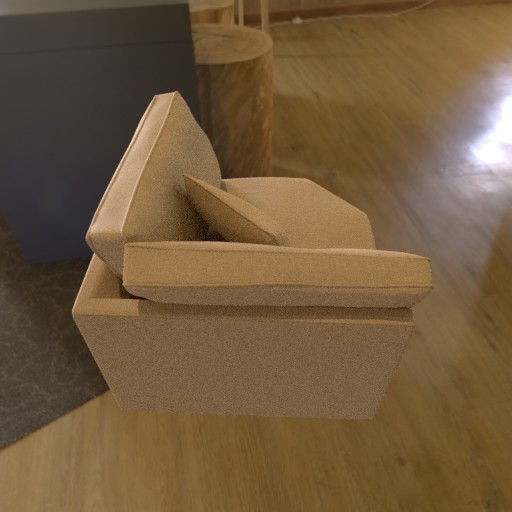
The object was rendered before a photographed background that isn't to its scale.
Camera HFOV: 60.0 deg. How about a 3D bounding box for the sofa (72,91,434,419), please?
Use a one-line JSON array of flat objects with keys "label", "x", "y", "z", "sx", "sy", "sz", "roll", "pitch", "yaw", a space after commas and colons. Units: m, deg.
[{"label": "sofa", "x": 0.000, "y": 0.000, "z": 1.843, "sx": 1.050, "sy": 0.937, "sz": 1.042, "roll": 2, "pitch": 47, "yaw": 2}]
